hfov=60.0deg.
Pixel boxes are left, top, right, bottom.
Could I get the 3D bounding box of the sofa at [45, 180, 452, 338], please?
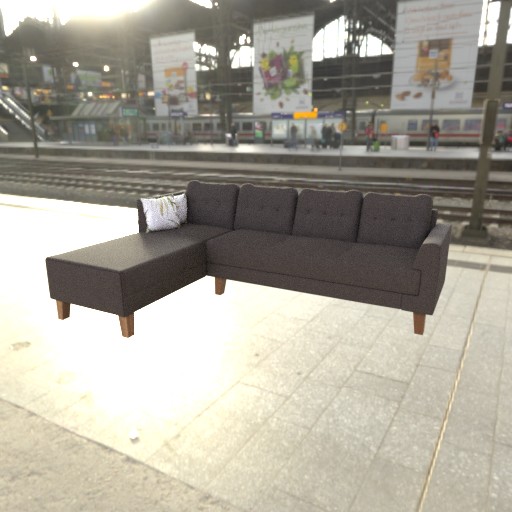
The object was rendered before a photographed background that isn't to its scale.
[{"bbox_3d":[0.000,0.000,3.515,2.679,0.932,1.829,8,18,27],"label":"sofa"}]
